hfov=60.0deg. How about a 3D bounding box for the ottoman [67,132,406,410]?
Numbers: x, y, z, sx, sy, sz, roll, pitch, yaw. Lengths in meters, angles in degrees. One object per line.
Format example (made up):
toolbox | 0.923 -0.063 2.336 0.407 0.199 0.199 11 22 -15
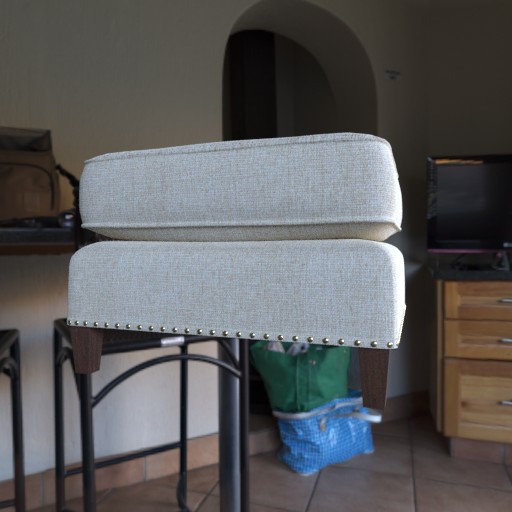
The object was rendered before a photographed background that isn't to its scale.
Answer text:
ottoman | 0.000 0.000 1.164 0.738 0.537 0.589 0 1 20
